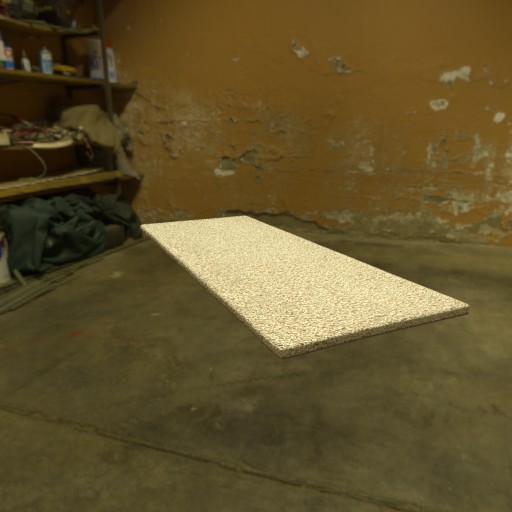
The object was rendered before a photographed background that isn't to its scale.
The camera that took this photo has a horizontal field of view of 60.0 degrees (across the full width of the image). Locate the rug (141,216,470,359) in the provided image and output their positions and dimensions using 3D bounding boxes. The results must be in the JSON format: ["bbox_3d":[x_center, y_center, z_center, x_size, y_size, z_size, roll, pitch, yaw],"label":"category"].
[{"bbox_3d":[0.000,0.000,1.773,0.609,0.030,1.524,-7,17,-25],"label":"rug"}]
